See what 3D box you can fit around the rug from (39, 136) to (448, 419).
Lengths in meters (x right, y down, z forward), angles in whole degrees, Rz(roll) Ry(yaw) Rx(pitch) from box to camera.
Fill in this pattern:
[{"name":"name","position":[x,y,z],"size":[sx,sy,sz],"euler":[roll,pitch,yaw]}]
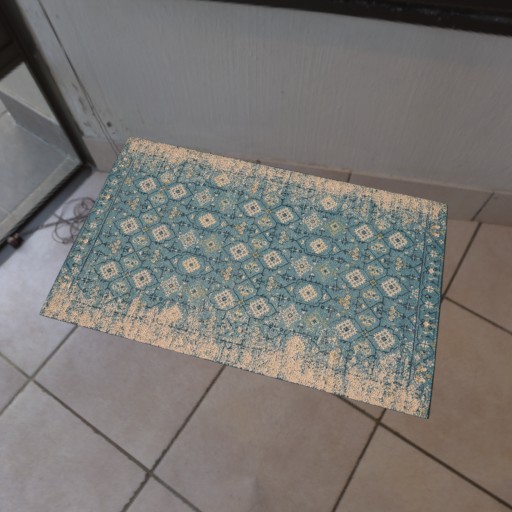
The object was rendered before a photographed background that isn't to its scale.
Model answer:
[{"name":"rug","position":[0.000,0.000,2.179],"size":[1.795,0.008,1.102],"euler":[13,64,7]}]
